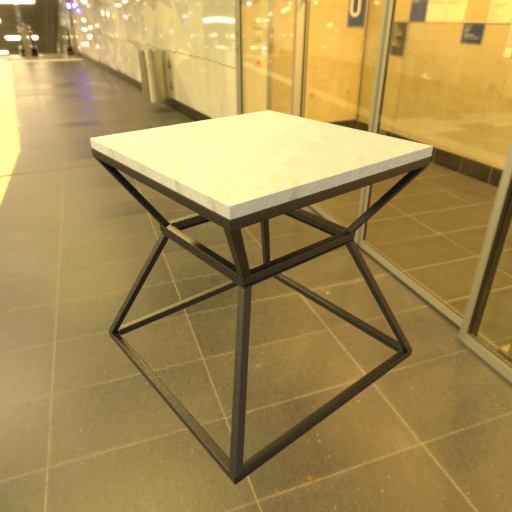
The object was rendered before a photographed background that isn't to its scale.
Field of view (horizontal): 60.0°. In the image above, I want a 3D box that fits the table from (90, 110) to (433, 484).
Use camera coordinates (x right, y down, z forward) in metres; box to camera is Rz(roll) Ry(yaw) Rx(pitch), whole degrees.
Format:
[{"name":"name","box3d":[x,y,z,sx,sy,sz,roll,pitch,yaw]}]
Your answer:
[{"name":"table","box3d":[0.000,0.000,0.838,0.455,0.431,0.455,-21,35,-34]}]
